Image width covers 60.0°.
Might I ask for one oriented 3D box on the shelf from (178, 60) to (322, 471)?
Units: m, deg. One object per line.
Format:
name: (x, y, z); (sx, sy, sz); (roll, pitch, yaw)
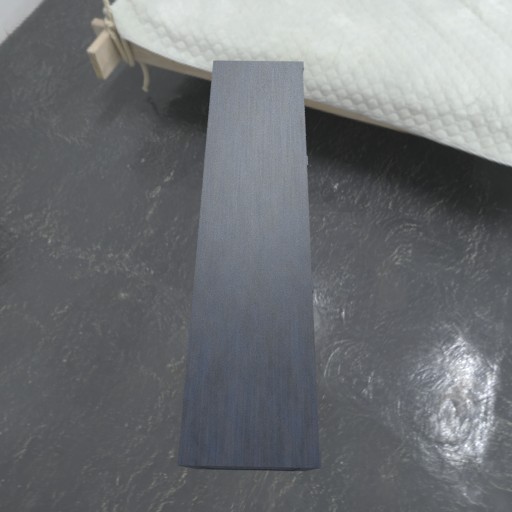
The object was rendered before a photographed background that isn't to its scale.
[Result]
shelf: (0.000, 0.000, 2.164); (0.471, 0.715, 1.878); (1, 63, 0)
